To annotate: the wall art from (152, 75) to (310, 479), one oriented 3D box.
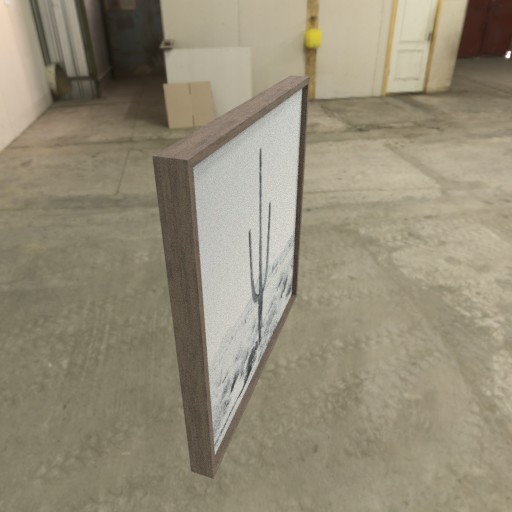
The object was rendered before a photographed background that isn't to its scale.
[{"bbox_3d":[0.000,0.000,0.765,0.038,0.508,0.508,10,32,16],"label":"wall art"}]
